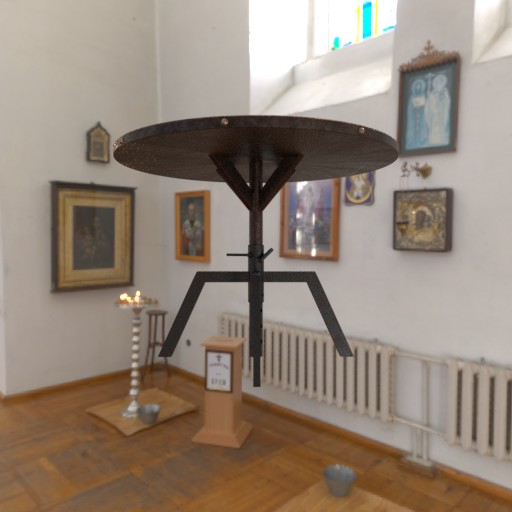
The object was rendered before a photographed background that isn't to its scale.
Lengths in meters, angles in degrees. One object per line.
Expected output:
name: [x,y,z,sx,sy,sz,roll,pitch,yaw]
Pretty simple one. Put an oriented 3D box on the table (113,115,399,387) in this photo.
table: [0.000,0.000,1.449,0.885,0.658,0.885,0,1,0]
